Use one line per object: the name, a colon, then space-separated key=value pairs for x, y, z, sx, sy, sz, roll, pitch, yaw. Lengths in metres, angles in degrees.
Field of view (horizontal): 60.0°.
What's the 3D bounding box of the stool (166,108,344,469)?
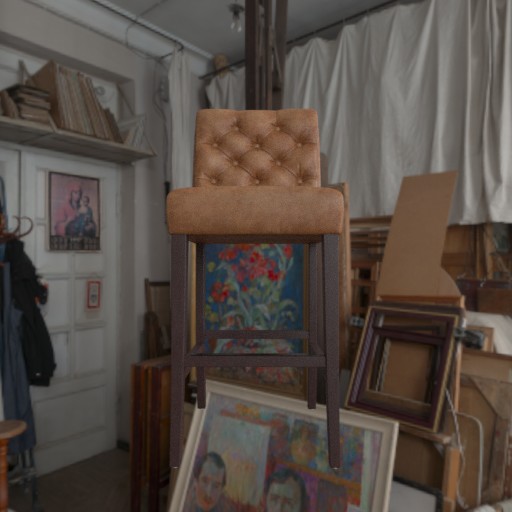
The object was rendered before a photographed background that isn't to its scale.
stool: x=0.000 y=0.000 z=1.469 sx=0.493 sy=1.140 sz=0.601 roll=0 pitch=-1 yaw=1
